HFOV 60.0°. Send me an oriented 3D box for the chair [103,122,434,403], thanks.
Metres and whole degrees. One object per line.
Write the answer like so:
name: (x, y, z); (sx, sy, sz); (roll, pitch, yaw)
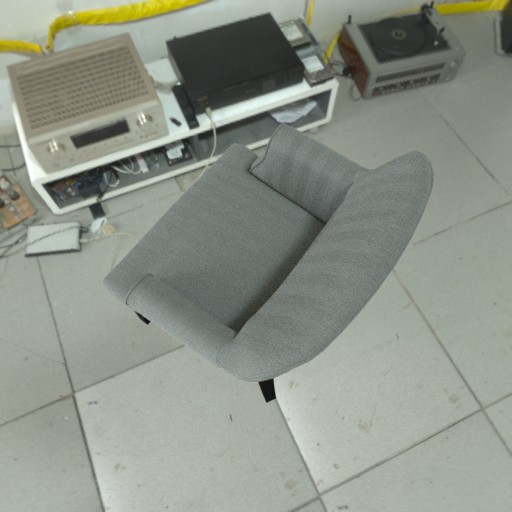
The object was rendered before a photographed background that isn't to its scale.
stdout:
chair: (0.000, 0.000, 1.436); (0.755, 0.880, 0.772); (33, 68, 15)
